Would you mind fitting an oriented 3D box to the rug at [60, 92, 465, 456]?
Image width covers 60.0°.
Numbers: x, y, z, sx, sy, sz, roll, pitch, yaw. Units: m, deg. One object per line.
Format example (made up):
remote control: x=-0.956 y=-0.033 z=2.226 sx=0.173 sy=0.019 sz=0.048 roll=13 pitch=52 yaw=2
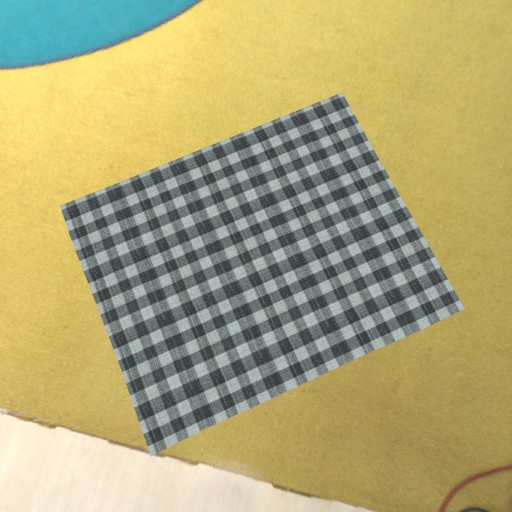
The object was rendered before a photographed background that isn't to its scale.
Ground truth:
rug: x=0.000 y=0.000 z=4.100 sx=3.021 sy=0.013 sz=2.432 roll=-23 pitch=77 yaw=-6
